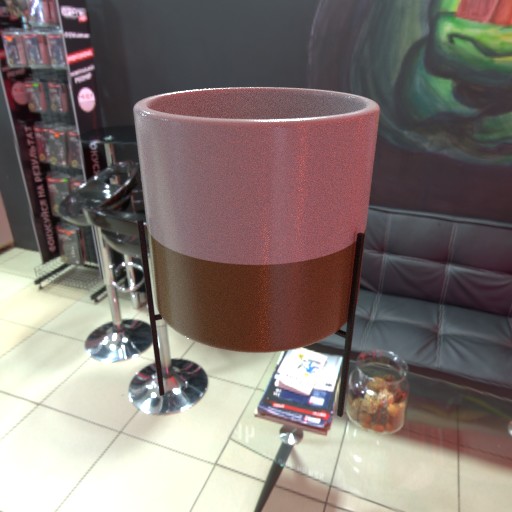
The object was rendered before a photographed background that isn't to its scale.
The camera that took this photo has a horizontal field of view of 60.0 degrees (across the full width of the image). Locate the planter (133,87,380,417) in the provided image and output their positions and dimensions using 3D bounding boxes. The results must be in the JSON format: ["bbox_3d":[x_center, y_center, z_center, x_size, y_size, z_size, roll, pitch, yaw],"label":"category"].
[{"bbox_3d":[0.000,0.000,0.646,0.310,0.432,0.310,-18,32,-32],"label":"planter"}]
